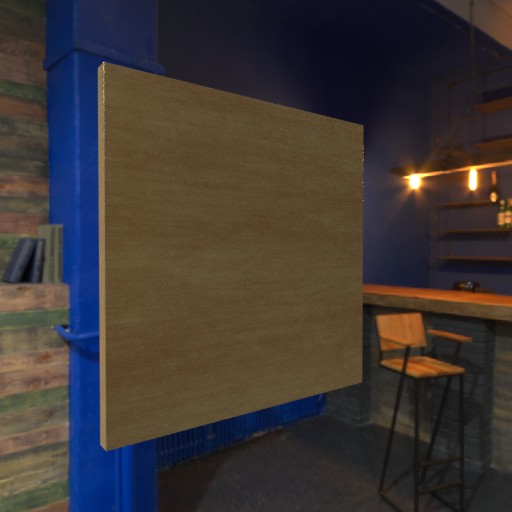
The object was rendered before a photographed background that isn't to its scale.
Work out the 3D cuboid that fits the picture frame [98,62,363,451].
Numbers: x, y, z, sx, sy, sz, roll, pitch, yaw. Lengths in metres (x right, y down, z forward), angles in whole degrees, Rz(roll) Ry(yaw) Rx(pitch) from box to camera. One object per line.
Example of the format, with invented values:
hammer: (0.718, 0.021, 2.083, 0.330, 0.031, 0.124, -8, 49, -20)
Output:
picture frame: (0.000, 0.000, 1.104, 0.758, 0.761, 0.037, -1, 1, -36)
